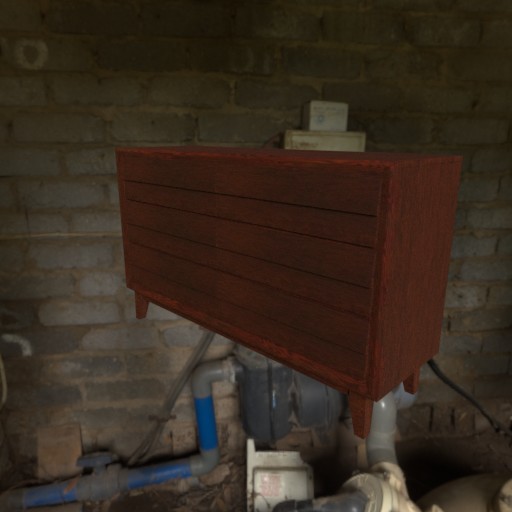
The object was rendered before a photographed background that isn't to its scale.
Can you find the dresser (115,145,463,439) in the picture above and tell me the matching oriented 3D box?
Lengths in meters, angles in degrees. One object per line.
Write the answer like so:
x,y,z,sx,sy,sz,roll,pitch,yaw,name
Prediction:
0.000,0.000,2.101,1.609,0.971,0.499,15,22,42,dresser
